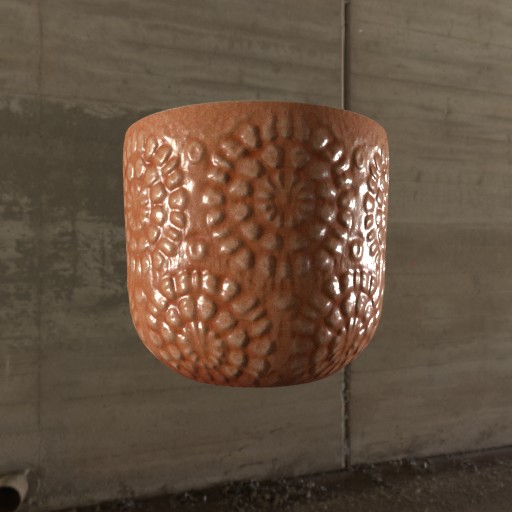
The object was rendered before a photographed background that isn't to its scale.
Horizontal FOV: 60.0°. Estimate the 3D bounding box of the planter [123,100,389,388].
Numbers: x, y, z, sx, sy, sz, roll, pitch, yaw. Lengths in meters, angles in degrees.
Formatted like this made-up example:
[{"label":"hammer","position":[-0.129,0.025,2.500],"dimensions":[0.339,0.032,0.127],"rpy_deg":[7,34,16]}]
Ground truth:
[{"label":"planter","position":[0.000,0.000,0.215],"dimensions":[0.124,0.109,0.124],"rpy_deg":[0,0,0]}]
